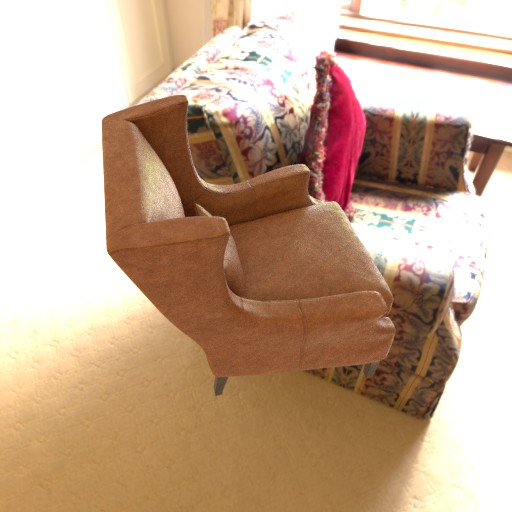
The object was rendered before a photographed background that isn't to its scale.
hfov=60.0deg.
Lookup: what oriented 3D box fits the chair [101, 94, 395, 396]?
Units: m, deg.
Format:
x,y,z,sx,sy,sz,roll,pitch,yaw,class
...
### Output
x,y,z,sx,sy,sz,roll,pitch,yaw,class
0.000,0.000,1.721,0.926,1.016,0.853,-11,48,-10,chair
